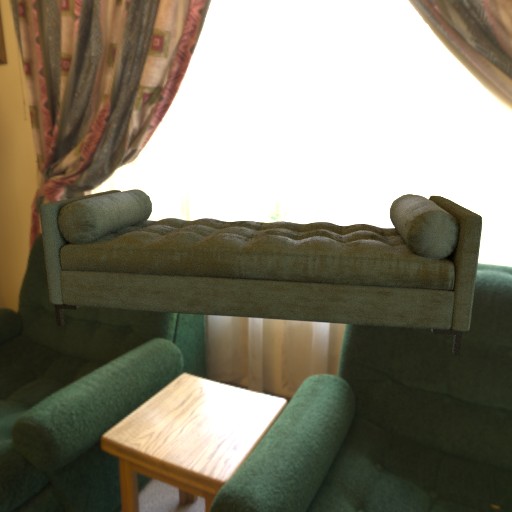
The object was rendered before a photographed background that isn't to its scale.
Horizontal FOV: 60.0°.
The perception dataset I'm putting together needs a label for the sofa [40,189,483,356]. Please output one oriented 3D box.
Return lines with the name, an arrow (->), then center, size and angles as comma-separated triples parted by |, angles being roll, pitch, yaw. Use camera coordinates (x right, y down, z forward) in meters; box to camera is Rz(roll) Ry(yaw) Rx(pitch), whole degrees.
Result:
sofa -> 0.000, 0.000, 2.493 | 2.130, 0.681, 0.817 | 2, 14, 10
